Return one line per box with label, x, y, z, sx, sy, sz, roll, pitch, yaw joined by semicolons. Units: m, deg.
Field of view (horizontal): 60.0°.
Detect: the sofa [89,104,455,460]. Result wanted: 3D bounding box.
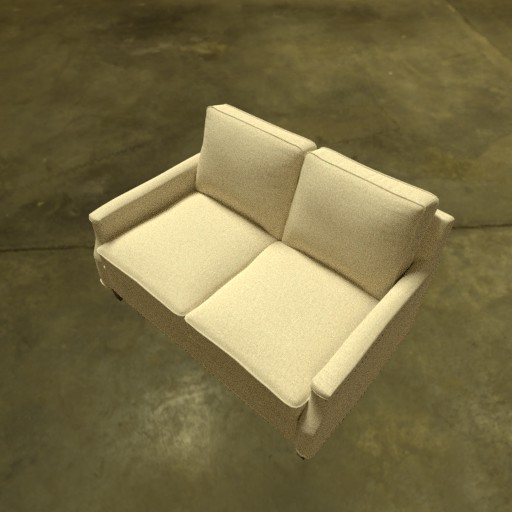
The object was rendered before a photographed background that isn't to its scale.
sofa;0.000;0.000;2.344;1.597;1.003;1.084;32;54;28
